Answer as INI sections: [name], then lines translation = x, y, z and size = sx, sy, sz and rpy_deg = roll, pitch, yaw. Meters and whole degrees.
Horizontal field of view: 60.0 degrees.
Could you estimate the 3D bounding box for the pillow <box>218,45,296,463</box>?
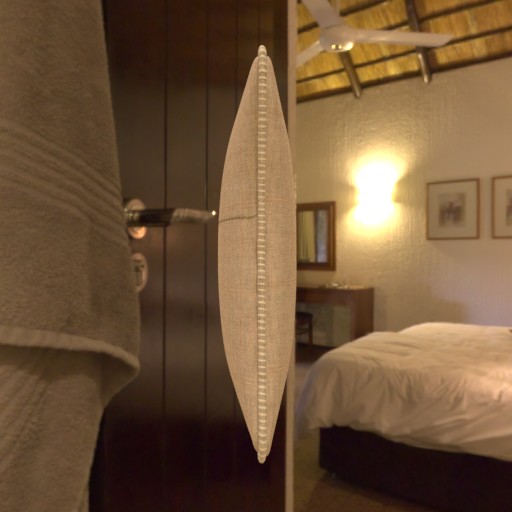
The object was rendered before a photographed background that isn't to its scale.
[pillow]
translation = 0.000, 0.000, 0.741
size = 0.124, 0.494, 0.485
rpy_deg = 0, 0, -2
